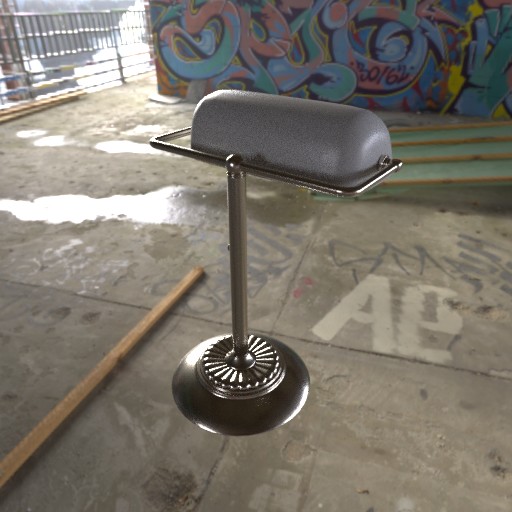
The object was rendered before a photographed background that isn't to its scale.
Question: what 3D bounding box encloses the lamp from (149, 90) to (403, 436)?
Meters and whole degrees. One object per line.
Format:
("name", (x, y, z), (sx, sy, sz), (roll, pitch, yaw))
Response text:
("lamp", (0.000, 0.000, 0.515), (0.264, 0.339, 0.243), (21, 36, 32))
